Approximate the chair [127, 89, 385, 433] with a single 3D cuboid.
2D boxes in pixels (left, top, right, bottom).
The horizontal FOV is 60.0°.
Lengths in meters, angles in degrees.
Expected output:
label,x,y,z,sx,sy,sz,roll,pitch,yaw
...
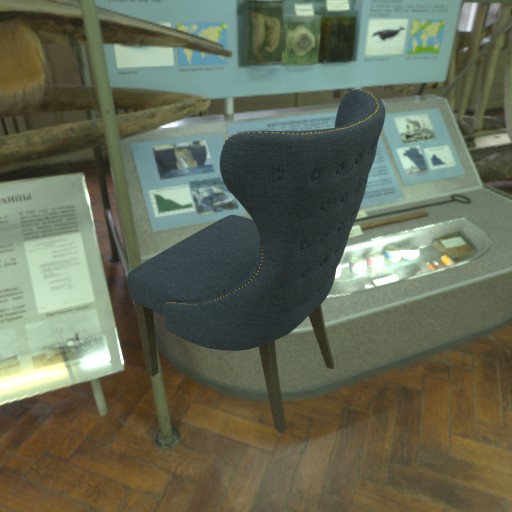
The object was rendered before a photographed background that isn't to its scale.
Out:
label,x,y,z,sx,sy,sz,roll,pitch,yaw
chair,0.000,0.000,1.403,0.635,0.967,0.628,20,36,30
